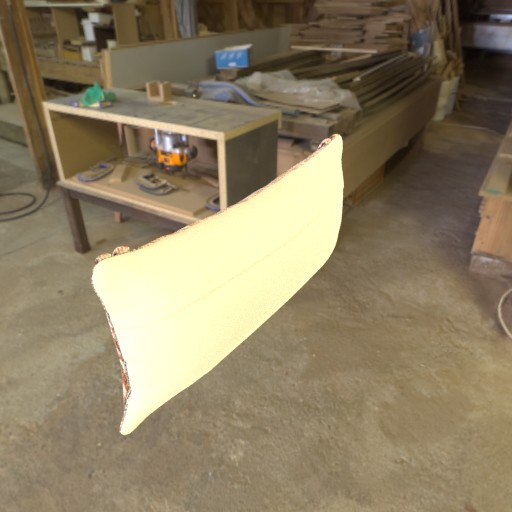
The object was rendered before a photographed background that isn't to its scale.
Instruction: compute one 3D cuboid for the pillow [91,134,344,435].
[{"bbox_3d":[0.000,0.000,0.762,0.139,0.282,0.635,20,37,29],"label":"pillow"}]
